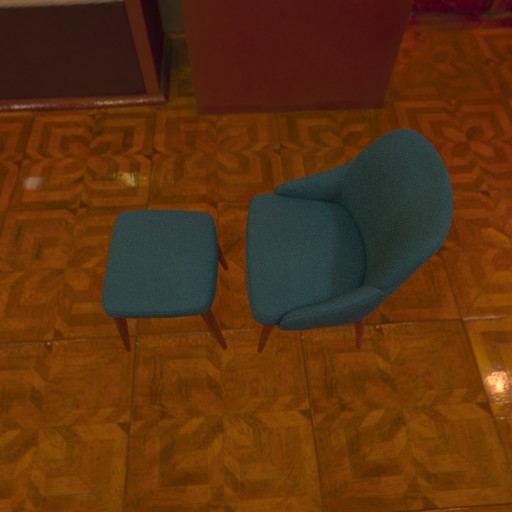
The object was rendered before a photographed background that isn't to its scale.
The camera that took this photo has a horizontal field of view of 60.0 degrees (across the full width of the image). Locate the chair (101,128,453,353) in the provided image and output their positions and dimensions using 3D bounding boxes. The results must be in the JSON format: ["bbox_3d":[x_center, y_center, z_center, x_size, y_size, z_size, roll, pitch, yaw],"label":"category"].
[{"bbox_3d":[0.000,0.000,1.634,1.114,0.866,0.584,-1,59,-1],"label":"chair"}]
